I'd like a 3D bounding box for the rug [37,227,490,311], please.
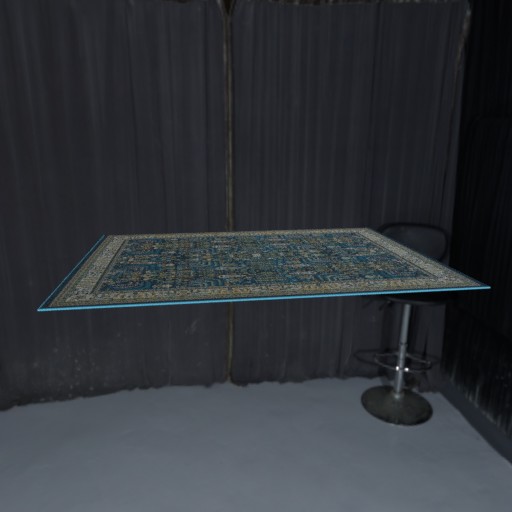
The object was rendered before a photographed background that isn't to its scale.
[{"bbox_3d":[0.000,0.000,4.001,3.044,0.015,2.226,-2,15,-8],"label":"rug"}]
